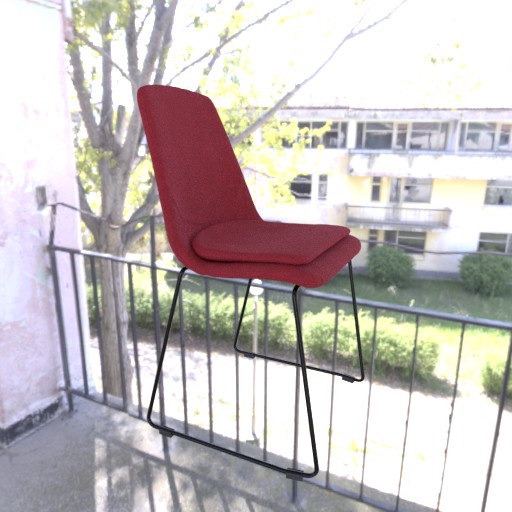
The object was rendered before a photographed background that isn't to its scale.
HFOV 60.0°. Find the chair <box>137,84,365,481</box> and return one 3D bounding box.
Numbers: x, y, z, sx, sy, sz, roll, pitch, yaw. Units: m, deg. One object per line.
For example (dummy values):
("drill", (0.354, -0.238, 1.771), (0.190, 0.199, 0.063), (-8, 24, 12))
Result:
("chair", (0.000, 0.000, 1.158), (0.518, 0.858, 0.479), (7, 16, 25))
